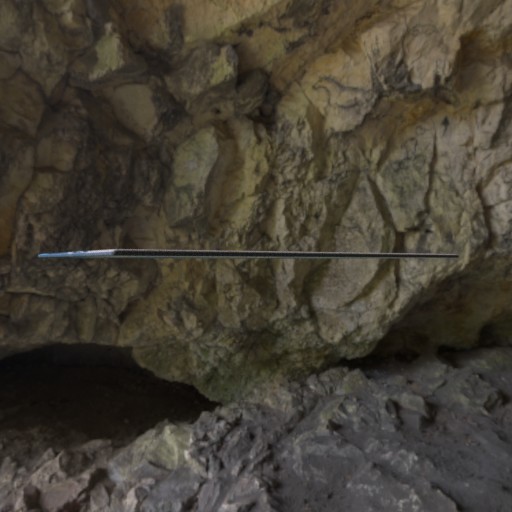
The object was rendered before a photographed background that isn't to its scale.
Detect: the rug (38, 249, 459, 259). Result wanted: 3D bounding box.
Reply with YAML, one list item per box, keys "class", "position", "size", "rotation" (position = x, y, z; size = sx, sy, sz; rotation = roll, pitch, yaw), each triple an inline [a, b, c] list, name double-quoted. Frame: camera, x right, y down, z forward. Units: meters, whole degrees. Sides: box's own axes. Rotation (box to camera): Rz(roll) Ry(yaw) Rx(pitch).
- class: "rug"
  position: [0.000, 0.000, 3.007]
  size: [2.450, 0.027, 1.540]
  rotation: [0, -1, -36]
